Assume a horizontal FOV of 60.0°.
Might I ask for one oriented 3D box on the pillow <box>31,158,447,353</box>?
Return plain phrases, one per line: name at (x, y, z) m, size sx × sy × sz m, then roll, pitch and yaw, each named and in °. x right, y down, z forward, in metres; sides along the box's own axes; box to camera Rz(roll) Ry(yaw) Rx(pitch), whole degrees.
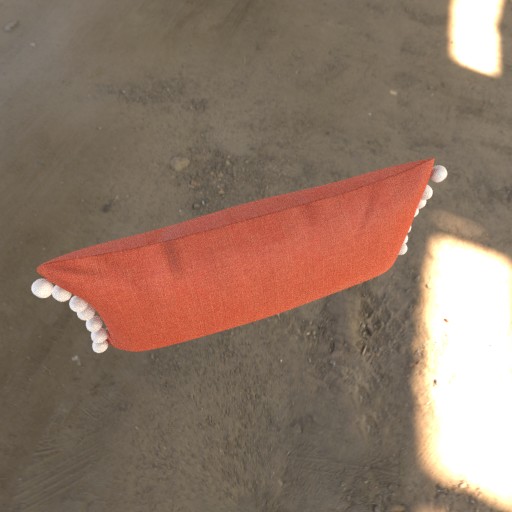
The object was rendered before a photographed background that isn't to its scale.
pillow at (0.000, 0.000, 0.823) m, size 0.709 × 0.322 × 0.201 m, roll -17°, pitch 60°, yaw -10°
